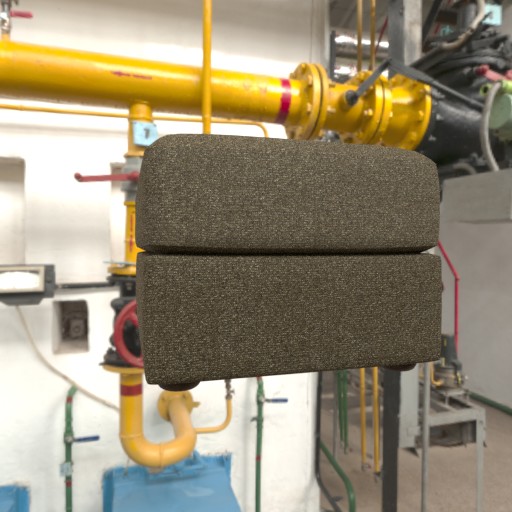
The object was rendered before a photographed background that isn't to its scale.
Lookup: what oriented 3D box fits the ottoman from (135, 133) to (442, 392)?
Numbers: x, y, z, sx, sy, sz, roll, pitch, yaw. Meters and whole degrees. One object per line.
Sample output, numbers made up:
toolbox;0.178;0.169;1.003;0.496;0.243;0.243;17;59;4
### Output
ottoman;0.000;0.000;1.145;0.598;0.476;0.742;0;1;-16
